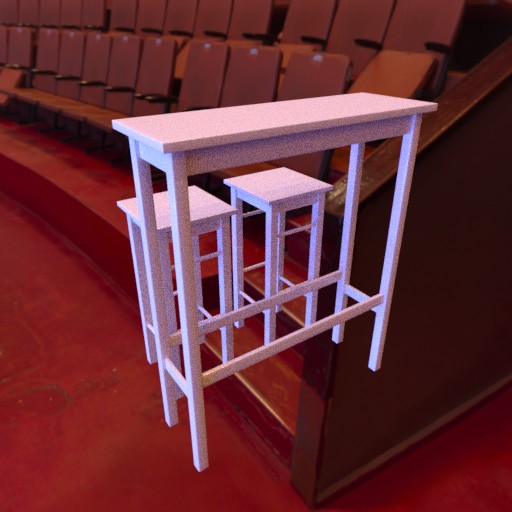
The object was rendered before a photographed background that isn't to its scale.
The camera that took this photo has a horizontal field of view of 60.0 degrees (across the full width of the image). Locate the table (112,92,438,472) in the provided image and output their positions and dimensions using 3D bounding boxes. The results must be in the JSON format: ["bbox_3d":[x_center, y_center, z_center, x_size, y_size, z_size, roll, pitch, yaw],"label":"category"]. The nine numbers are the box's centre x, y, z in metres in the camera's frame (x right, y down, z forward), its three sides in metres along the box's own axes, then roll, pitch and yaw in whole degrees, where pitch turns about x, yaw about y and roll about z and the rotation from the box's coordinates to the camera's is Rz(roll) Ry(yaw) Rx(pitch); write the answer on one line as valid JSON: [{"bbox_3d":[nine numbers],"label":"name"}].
[{"bbox_3d":[0.000,0.000,1.615,0.915,1.065,0.650,-18,32,-30],"label":"table"}]
